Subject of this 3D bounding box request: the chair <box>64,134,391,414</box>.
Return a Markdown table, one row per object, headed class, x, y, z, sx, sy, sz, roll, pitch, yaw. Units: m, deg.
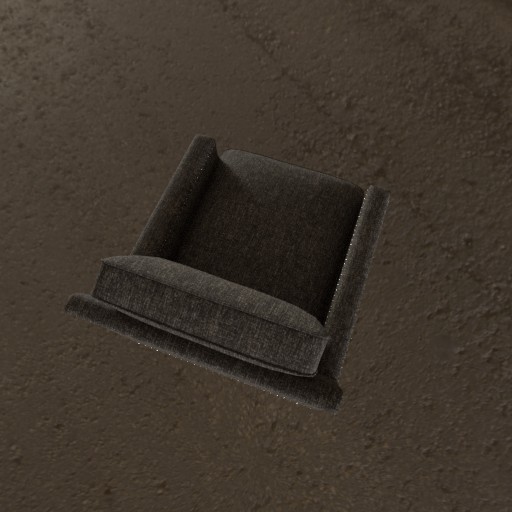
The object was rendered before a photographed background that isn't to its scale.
| class | x | y | z | sx | sy | sz | roll | pitch | yaw |
| --- | --- | --- | --- | --- | --- | --- | --- | --- | --- |
| chair | 0.000 | 0.000 | 1.737 | 0.853 | 0.943 | 1.014 | 18 | 66 | 8 |
